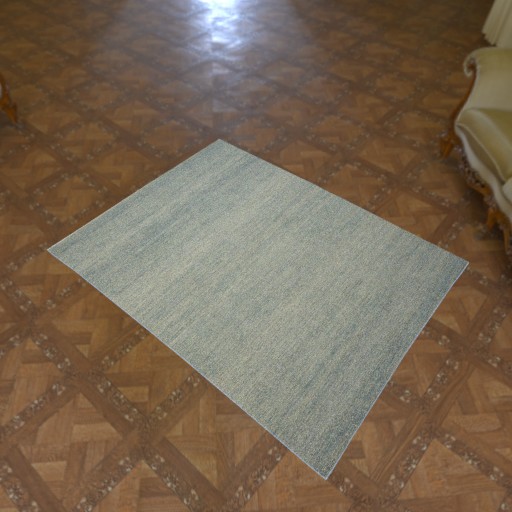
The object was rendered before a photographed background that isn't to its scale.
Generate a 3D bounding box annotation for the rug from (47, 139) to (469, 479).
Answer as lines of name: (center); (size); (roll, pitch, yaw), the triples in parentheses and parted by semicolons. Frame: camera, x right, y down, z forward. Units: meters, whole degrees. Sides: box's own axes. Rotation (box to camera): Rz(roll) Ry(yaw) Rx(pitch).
rug: (0.000, 0.000, 4.237); (3.237, 0.046, 2.461); (32, 56, 25)
